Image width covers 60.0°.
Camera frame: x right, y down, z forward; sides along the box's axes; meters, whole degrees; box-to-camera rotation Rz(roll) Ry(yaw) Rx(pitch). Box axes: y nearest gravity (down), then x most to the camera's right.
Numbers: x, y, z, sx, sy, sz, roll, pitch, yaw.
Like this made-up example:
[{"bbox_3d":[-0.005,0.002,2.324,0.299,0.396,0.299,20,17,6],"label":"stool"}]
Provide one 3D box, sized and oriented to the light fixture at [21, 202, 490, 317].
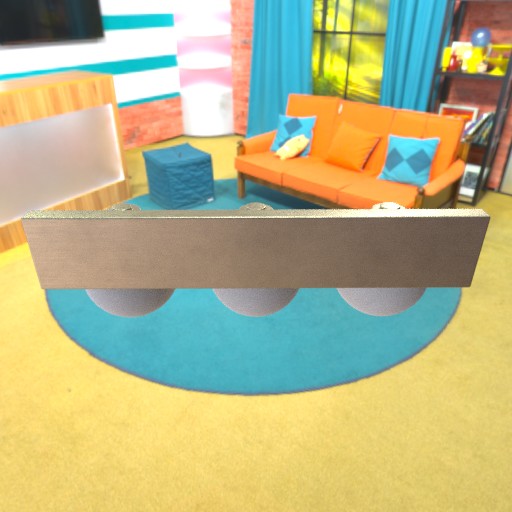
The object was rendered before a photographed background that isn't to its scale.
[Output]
[{"bbox_3d":[0.000,0.000,0.838,0.721,0.263,0.218,0,30,0],"label":"light fixture"}]
